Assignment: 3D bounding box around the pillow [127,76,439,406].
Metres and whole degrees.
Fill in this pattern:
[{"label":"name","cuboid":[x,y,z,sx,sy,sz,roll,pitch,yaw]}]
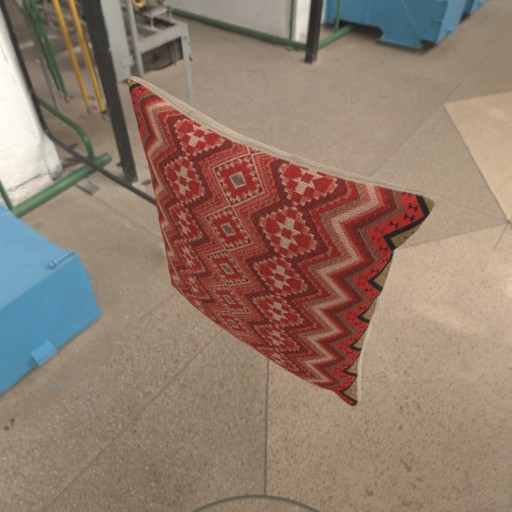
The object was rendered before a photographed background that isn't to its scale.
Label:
[{"label":"pillow","cuboid":[0.000,0.000,0.779,0.513,0.511,0.158,29,53,25]}]
